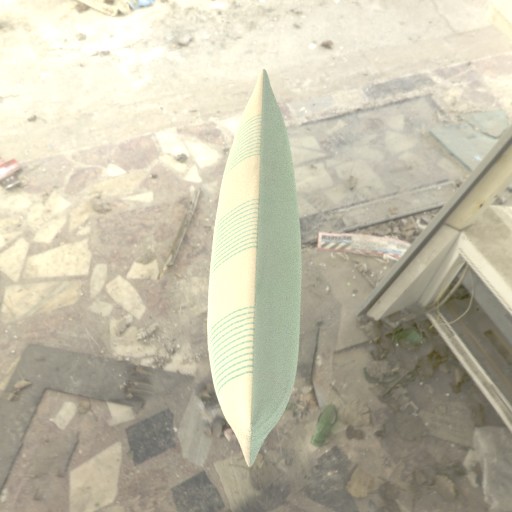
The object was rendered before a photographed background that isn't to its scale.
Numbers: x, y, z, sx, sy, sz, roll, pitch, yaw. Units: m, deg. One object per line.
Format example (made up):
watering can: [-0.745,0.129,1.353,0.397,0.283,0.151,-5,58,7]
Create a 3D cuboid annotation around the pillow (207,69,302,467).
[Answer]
pillow: [0.000,0.000,0.743,0.151,0.287,0.610,2,57,1]
